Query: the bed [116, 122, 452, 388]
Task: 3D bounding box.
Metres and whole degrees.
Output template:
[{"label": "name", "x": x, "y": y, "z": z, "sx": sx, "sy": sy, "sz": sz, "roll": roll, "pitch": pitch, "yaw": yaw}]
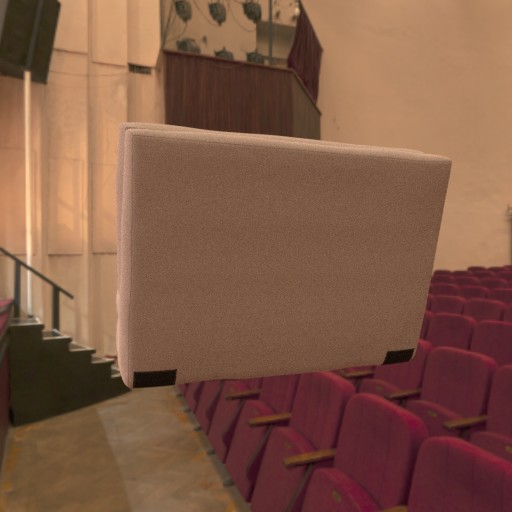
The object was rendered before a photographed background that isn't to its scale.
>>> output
[{"label": "bed", "x": 0.000, "y": 0.000, "z": 1.310, "sx": 0.799, "sy": 0.614, "sz": 0.749, "roll": 0, "pitch": 0, "yaw": -19}]
